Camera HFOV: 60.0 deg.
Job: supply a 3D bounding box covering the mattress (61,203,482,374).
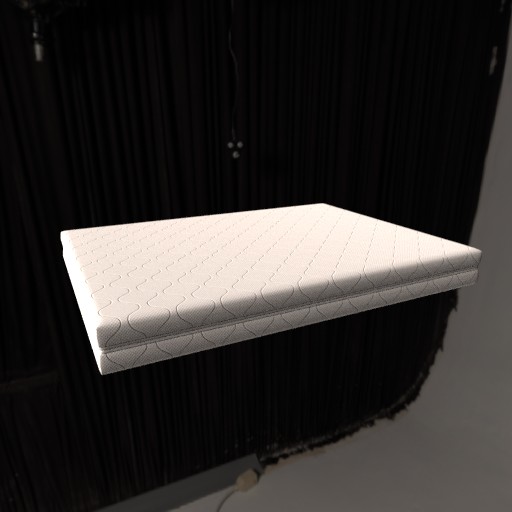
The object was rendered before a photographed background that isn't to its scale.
[{"bbox_3d":[0.000,0.000,2.477,1.900,0.200,1.400,-9,20,-26],"label":"mattress"}]
